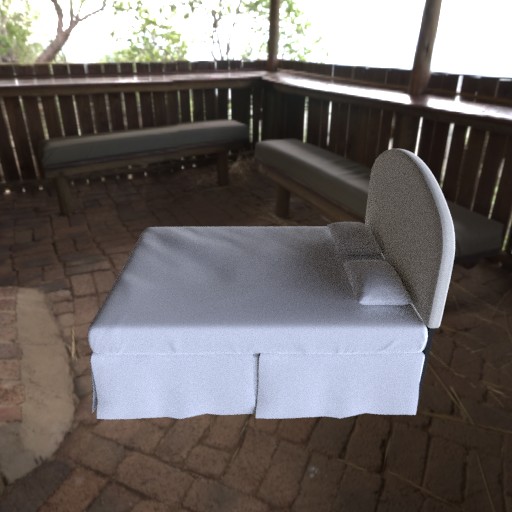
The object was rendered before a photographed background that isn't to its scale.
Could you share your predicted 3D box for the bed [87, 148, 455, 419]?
[{"bbox_3d":[0.000,0.000,3.064,2.005,1.410,1.607,0,26,0],"label":"bed"}]
